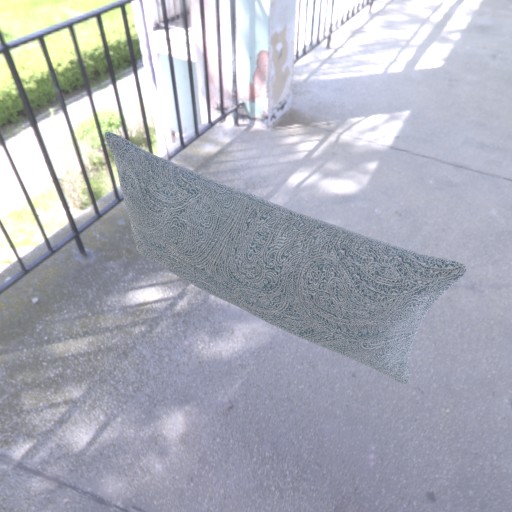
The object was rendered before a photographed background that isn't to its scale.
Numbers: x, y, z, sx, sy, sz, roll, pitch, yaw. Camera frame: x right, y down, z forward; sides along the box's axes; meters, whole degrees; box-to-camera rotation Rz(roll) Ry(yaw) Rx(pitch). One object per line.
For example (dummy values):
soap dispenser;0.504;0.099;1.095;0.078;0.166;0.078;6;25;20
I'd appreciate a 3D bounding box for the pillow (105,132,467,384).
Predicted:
pillow;0.000;0.000;0.766;0.615;0.295;0.151;24;50;21
